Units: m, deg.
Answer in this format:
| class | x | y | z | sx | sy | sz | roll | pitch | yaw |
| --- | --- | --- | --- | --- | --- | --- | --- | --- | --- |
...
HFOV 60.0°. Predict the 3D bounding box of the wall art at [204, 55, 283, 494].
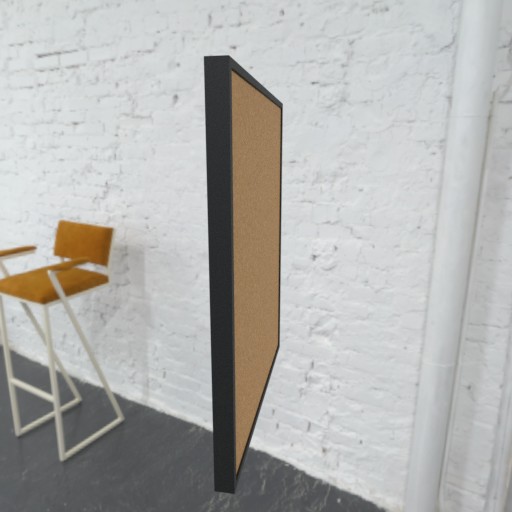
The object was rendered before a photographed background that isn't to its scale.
| class | x | y | z | sx | sy | sz | roll | pitch | yaw |
| --- | --- | --- | --- | --- | --- | --- | --- | --- | --- |
| wall art | 0.000 | 0.000 | 0.531 | 0.019 | 0.381 | 0.330 | 2 | 13 | 10 |
